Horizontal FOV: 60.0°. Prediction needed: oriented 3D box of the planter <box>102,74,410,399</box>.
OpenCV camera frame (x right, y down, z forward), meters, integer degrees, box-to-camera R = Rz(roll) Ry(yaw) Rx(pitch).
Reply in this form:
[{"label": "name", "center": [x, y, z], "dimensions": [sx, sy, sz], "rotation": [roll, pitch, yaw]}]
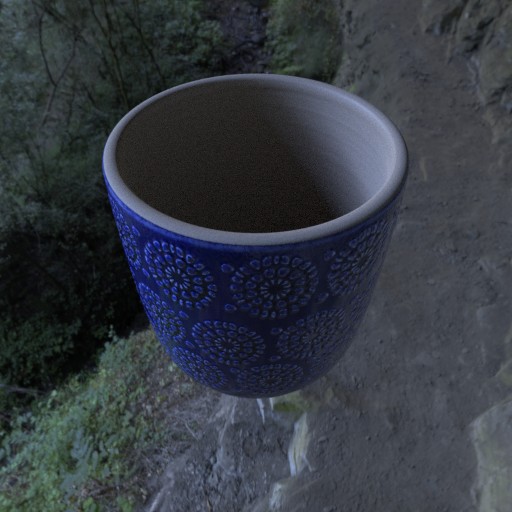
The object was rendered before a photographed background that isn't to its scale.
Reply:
[{"label": "planter", "center": [0.000, 0.000, 0.341], "dimensions": [0.184, 0.206, 0.184], "rotation": [0, 46, 0]}]
